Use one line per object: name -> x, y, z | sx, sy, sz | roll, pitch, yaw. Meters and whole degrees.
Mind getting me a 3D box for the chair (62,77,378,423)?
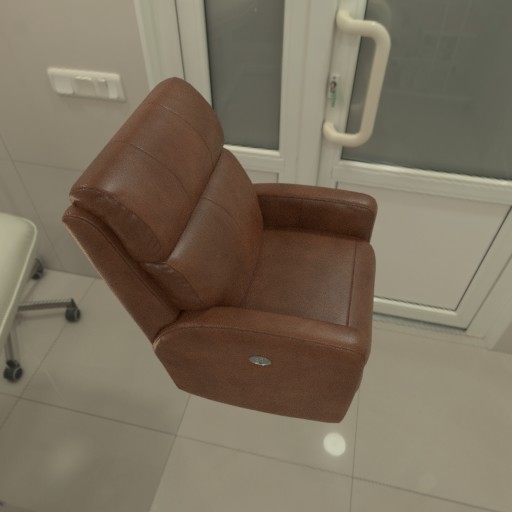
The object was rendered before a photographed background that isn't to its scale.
chair -> 0.000, 0.000, 1.659 | 0.939, 1.016, 0.787 | 9, 47, 9
